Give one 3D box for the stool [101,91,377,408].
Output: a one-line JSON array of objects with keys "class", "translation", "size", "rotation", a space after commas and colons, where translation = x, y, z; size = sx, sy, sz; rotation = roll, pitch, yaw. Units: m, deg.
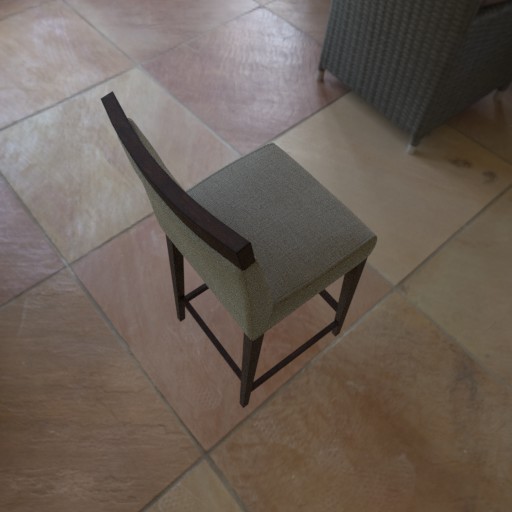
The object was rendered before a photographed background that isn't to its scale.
[{"class": "stool", "translation": [0.000, 0.000, 1.405], "size": [0.531, 1.117, 0.511], "rotation": [-33, 63, -19]}]
